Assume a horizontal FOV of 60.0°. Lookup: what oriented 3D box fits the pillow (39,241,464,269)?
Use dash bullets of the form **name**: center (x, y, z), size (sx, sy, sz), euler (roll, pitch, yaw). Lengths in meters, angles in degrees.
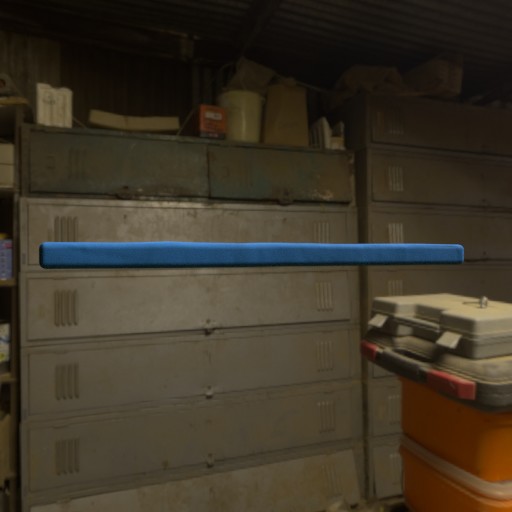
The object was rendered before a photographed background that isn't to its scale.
- **pillow**: center (0.000, 0.000, 1.357), size (1.187, 0.081, 0.492), euler (0, 1, -18)
